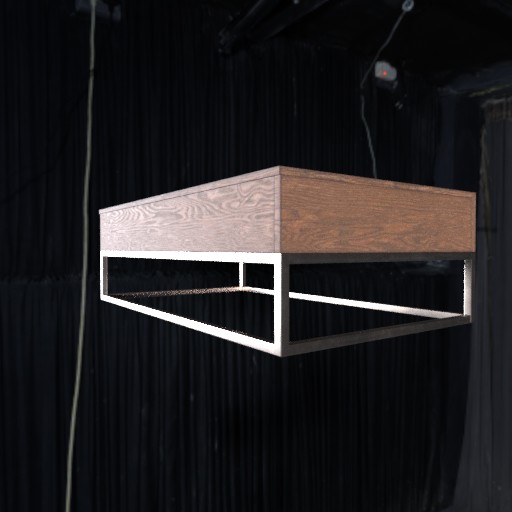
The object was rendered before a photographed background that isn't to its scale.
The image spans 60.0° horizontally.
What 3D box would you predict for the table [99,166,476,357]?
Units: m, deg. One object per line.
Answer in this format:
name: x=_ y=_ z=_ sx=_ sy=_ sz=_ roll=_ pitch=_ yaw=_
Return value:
table: x=0.000 y=0.000 z=1.517 sx=0.719 sy=0.361 sz=1.167 roll=-1 pitch=1 yaw=-35
